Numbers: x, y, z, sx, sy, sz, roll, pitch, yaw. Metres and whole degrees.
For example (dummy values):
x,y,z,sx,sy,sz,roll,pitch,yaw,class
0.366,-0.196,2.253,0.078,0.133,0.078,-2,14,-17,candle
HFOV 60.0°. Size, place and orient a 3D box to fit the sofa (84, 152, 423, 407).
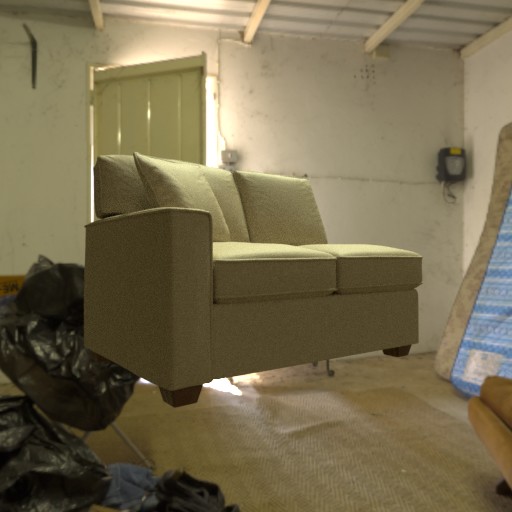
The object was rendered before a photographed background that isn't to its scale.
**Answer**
x,y,z,sx,sy,sz,roll,pitch,yaw,class
0.000,0.000,2.171,1.388,0.989,0.991,0,0,-37,sofa
